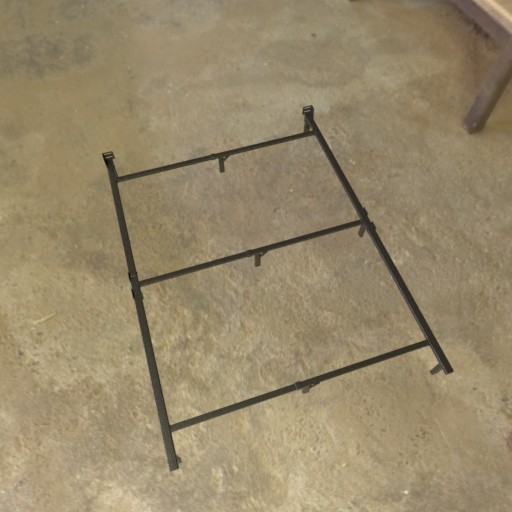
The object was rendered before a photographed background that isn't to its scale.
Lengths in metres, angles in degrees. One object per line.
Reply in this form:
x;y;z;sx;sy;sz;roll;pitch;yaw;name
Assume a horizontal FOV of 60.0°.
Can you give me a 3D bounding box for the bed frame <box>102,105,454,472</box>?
0.000;0.000;2.673;1.498;0.248;1.990;-16;61;-9;bed frame
